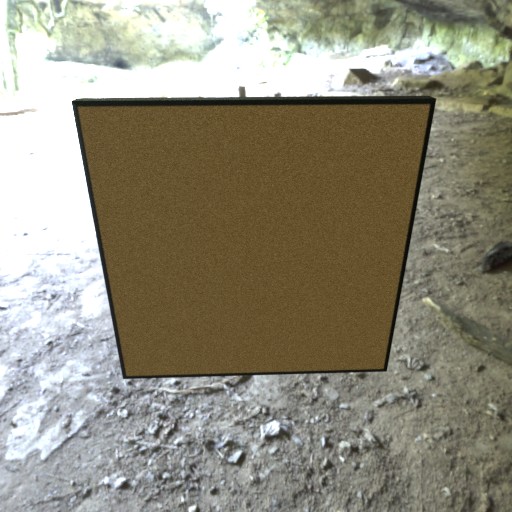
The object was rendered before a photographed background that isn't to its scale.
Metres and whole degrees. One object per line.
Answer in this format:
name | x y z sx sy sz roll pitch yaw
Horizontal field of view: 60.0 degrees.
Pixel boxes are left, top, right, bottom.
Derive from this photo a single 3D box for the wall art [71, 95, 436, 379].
wall art | 0.000 0.000 0.753 0.513 0.511 0.028 -1 28 -2
